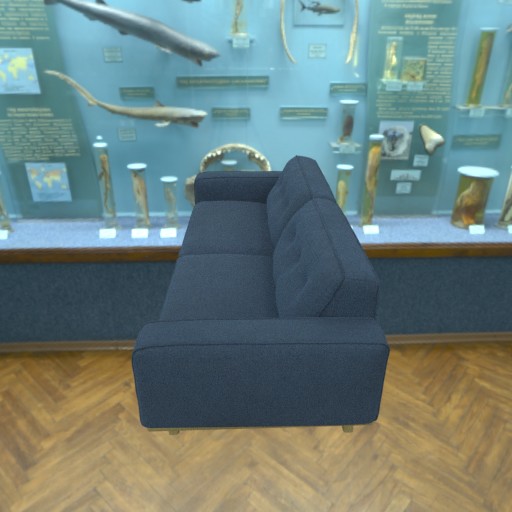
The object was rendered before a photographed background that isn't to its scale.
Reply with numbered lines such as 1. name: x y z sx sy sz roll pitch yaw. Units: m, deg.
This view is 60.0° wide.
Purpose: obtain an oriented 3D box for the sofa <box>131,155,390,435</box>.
1. sofa: 0.000 0.000 2.662 0.953 0.782 2.270 0 27 -1
